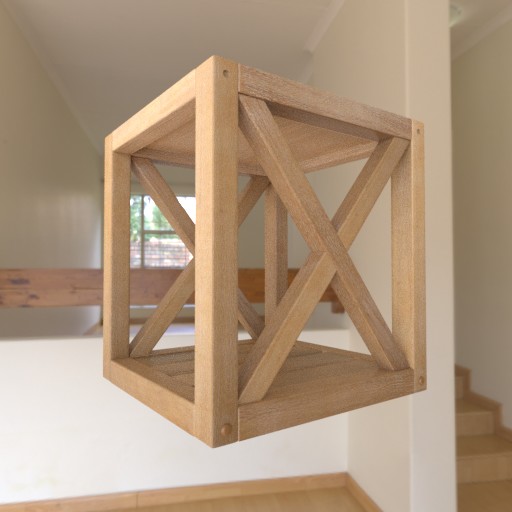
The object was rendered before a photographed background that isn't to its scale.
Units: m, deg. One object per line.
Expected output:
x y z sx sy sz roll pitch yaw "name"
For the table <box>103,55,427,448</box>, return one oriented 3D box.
0.000 0.000 1.065 0.559 0.610 0.558 1 -2 -36 "table"
